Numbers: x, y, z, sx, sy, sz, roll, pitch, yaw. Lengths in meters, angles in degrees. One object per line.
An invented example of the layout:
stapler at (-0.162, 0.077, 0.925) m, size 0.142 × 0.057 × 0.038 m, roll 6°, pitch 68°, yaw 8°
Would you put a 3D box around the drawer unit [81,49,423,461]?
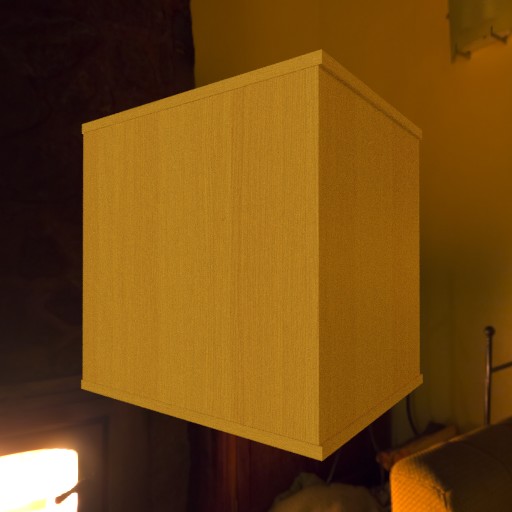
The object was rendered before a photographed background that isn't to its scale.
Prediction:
drawer unit at (0.000, 0.000, 0.589) m, size 0.349 × 0.344 × 0.290 m, roll 0°, pitch -1°, yaw 36°
